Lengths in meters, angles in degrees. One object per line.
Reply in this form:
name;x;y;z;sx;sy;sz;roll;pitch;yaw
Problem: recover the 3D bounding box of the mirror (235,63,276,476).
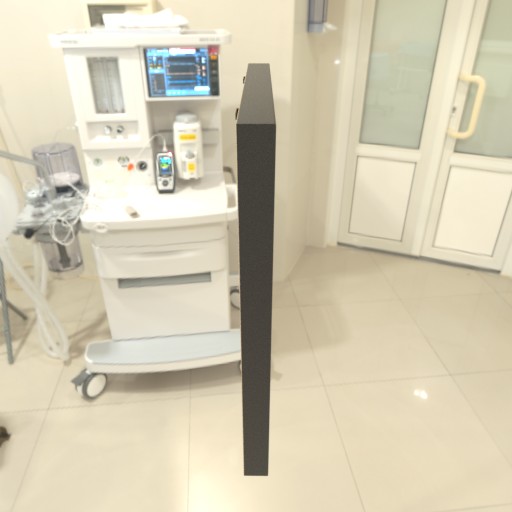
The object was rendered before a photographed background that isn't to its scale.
mirror;0.000;0.000;0.694;0.041;0.508;0.405;0;30;1
